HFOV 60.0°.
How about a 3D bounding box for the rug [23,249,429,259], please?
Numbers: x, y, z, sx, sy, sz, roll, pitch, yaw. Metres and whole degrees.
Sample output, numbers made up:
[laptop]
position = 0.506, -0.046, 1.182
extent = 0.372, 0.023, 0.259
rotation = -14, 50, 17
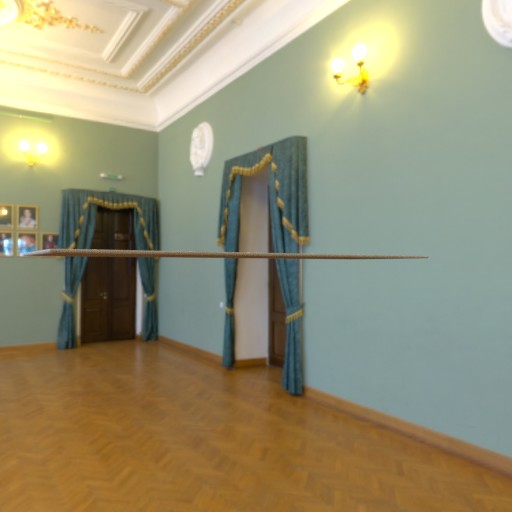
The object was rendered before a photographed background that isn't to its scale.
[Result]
[rug]
position = 0.000, 0.000, 2.513
extent = 2.276, 0.014, 0.678
rotation = 1, -1, -35
